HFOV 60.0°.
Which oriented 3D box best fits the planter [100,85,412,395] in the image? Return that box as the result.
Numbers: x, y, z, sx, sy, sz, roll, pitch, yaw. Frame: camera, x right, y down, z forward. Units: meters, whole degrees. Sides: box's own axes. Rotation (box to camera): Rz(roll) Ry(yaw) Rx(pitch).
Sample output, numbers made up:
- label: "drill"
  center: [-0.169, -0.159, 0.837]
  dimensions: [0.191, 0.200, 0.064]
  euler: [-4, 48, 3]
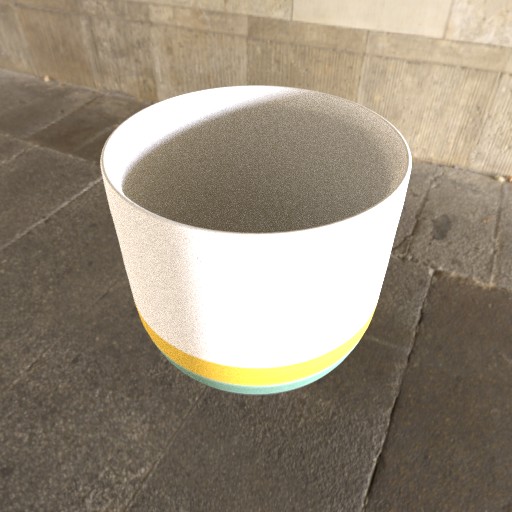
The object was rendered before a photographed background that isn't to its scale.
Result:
- label: "planter"
  center: [0.000, 0.000, 0.479]
  dimensions: [0.268, 0.270, 0.268]
  euler: [0, 42, 0]
